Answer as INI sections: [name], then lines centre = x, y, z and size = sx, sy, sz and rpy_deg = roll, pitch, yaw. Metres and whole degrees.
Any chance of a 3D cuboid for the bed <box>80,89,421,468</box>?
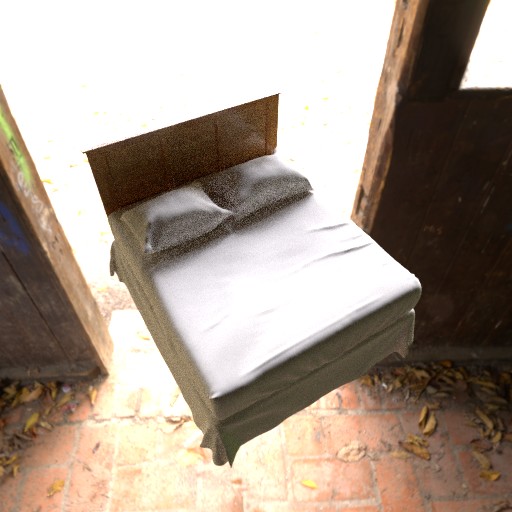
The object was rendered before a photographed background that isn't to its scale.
[bed]
centre = 0.000, 0.000, 3.256
size = 1.870, 1.273, 2.035
rpy_deg = -24, 52, -21
